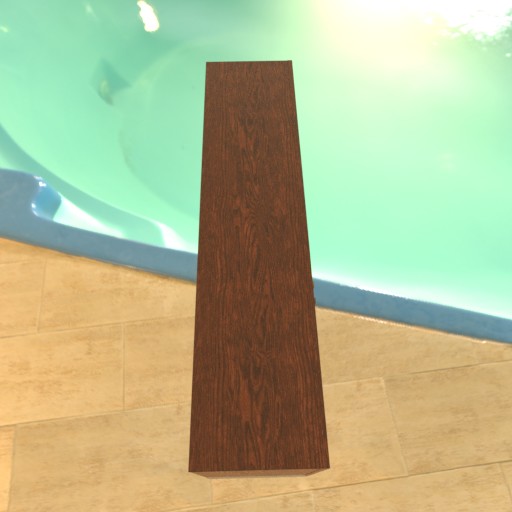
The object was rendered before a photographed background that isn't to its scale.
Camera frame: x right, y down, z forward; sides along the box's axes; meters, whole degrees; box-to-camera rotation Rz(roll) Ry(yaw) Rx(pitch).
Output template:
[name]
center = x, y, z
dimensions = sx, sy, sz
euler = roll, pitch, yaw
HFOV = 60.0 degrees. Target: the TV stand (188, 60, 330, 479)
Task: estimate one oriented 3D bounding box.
[TV stand]
center = 0.000, 0.000, 1.740
dimensions = 0.382, 0.578, 1.541
euler = -1, 62, -1
